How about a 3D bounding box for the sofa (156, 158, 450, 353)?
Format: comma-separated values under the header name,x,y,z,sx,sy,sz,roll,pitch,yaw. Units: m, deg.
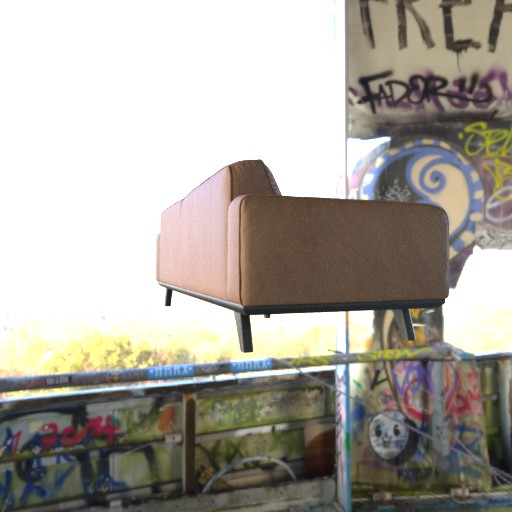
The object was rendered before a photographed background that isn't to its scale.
name,x,y,z,sx,sy,sz,roll,pitch,yaw
sofa,0.000,0.000,2.768,0.953,0.780,2.270,0,-1,-20
